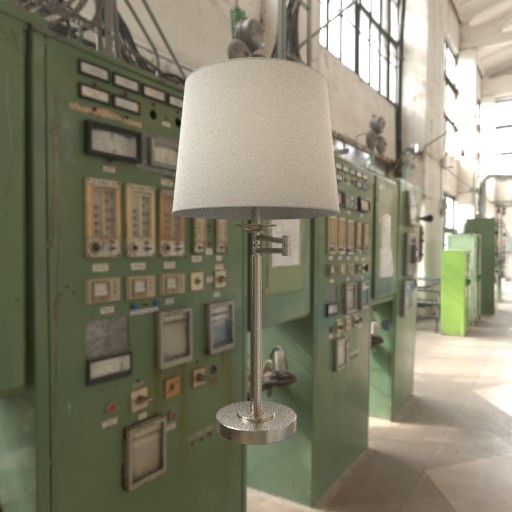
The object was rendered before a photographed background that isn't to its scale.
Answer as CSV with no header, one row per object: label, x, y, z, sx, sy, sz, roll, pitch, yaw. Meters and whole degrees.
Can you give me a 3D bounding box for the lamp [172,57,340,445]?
lamp,0.000,0.000,0.895,0.333,0.696,0.333,0,1,0
